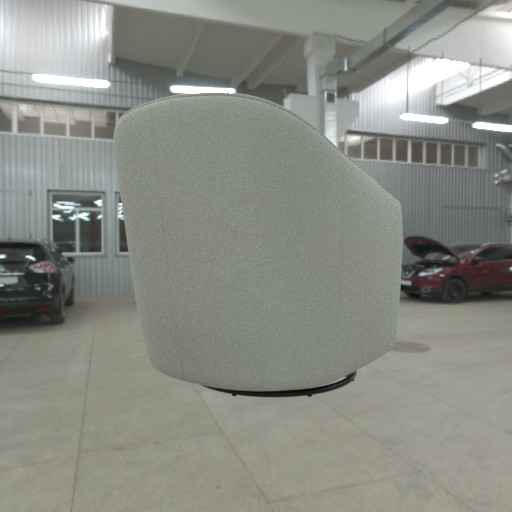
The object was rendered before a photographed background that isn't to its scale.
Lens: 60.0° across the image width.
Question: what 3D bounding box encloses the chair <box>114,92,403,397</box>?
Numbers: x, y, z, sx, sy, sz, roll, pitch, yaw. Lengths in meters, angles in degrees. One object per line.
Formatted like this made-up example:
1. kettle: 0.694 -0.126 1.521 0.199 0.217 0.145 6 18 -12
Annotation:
1. chair: 0.000 0.000 1.450 0.747 0.799 0.875 1 2 36
